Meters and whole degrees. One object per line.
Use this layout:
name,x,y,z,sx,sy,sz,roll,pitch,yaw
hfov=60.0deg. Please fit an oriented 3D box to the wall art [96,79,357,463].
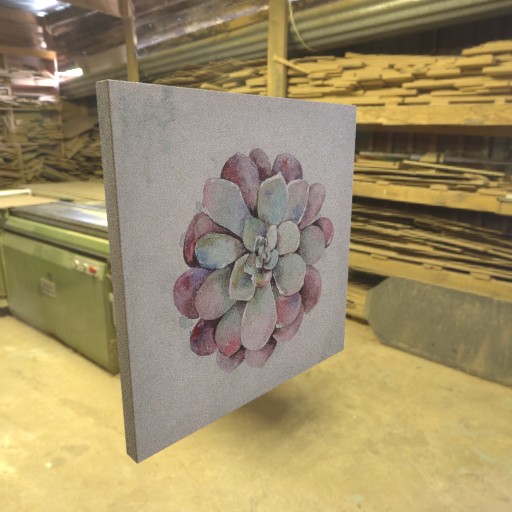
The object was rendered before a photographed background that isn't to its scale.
wall art,0.000,0.000,0.891,0.605,0.605,0.044,-14,20,-43
